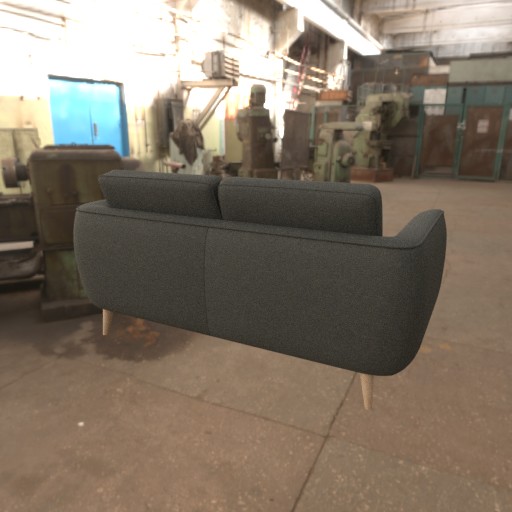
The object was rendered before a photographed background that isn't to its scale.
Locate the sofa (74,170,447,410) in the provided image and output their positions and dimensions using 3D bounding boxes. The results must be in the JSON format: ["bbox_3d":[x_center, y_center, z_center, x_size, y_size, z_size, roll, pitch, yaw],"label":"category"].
[{"bbox_3d":[0.000,0.000,2.229,1.700,0.850,0.920,8,18,26],"label":"sofa"}]
